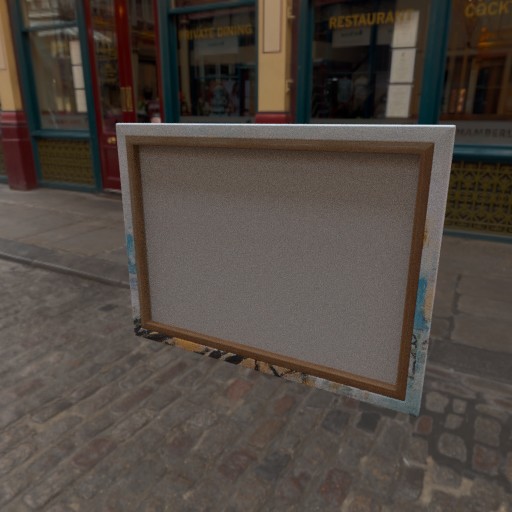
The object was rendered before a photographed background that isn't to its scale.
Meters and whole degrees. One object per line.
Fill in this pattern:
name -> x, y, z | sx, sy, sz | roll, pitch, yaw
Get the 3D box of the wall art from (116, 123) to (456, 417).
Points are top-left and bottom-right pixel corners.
wall art -> 0.000, 0.000, 1.336 | 1.016, 0.762, 0.038 | 9, 19, 27
